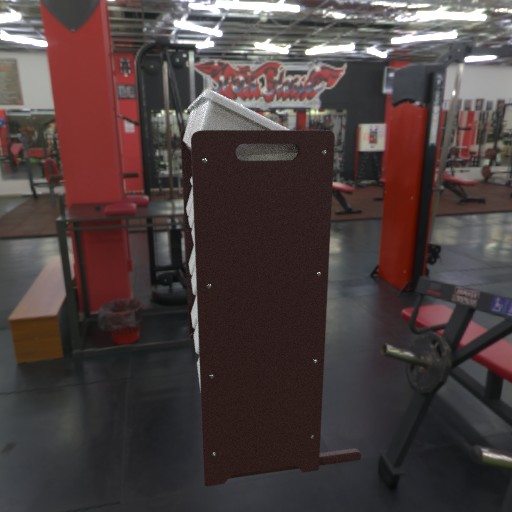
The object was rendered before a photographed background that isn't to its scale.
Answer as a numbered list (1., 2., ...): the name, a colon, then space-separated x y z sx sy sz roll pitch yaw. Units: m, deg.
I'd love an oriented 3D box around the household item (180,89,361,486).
1. household item: 0.000 0.000 1.305 0.389 0.864 0.787 -3 16 -10
